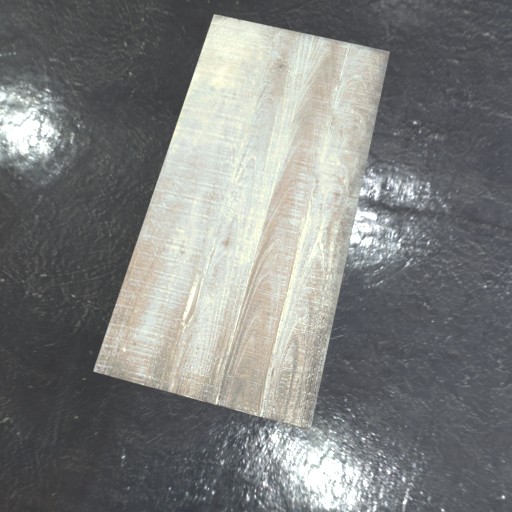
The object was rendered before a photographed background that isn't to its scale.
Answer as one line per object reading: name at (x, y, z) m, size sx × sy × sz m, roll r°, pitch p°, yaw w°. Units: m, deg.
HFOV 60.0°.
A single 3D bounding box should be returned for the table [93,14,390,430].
table at (0.000, 0.000, 0.998) m, size 0.300 × 0.701 × 0.599 m, roll 14°, pitch 76°, yaw 4°
